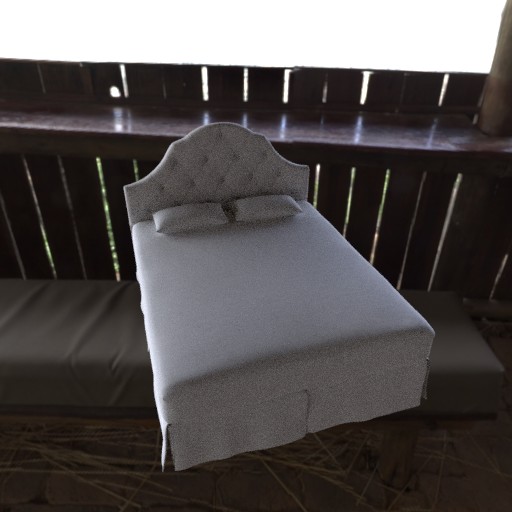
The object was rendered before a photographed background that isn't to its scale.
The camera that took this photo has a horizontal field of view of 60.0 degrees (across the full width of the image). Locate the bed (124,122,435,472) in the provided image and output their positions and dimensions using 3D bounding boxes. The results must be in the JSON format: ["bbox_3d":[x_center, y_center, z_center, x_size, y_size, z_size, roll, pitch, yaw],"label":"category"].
[{"bbox_3d":[0.000,0.000,3.736,2.039,1.617,2.477,-9,33,-15],"label":"bed"}]
